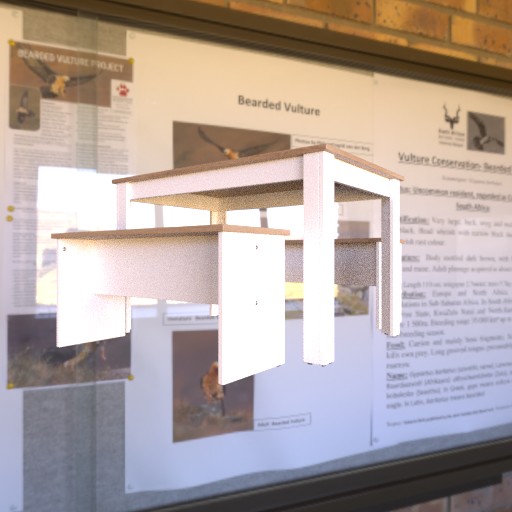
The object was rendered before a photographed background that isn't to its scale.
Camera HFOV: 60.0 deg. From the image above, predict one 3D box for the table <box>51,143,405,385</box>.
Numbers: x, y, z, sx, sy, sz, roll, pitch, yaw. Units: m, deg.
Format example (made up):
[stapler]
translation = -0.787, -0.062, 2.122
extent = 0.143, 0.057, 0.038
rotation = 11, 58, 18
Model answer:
[table]
translation = 0.000, 0.000, 1.999
extent = 1.100, 0.700, 1.443
rotation = 0, 0, 37
